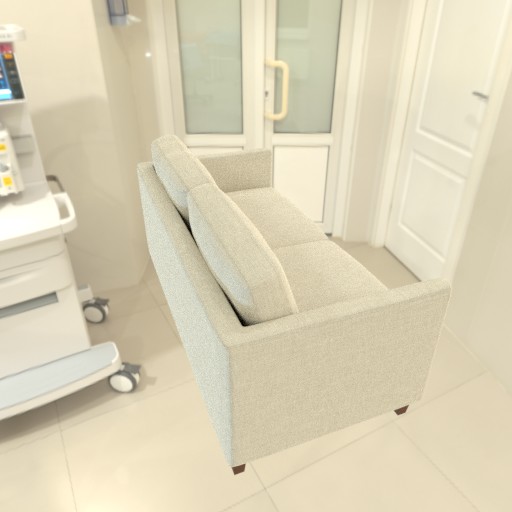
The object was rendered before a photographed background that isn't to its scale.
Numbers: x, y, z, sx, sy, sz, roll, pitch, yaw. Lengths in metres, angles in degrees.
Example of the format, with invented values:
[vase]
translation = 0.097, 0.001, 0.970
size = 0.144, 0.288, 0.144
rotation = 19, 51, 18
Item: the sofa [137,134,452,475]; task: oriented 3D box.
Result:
[sofa]
translation = 0.000, 0.000, 2.396
size = 0.950, 0.963, 1.838
rotation = -12, 33, -18
